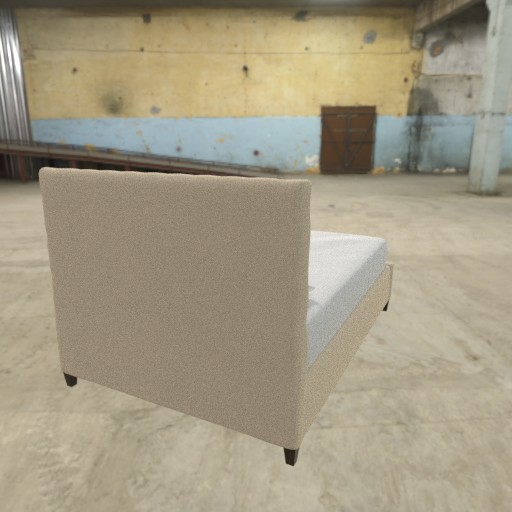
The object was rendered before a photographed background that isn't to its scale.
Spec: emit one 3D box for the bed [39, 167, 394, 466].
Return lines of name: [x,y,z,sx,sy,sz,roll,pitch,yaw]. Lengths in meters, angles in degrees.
bed: [0.000,0.000,3.404,1.698,1.427,2.387,8,17,26]
